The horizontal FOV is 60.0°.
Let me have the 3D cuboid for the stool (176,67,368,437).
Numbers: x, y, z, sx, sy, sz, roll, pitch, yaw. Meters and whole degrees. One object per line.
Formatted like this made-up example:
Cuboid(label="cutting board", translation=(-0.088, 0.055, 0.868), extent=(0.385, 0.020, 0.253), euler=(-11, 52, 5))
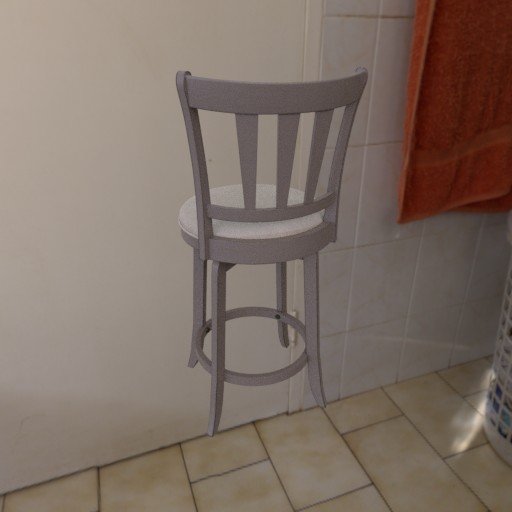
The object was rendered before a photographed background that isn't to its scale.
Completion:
Cuboid(label="stool", translation=(0.000, 0.000, 1.291), extent=(0.436, 1.023, 0.475), euler=(-8, 28, -16))
